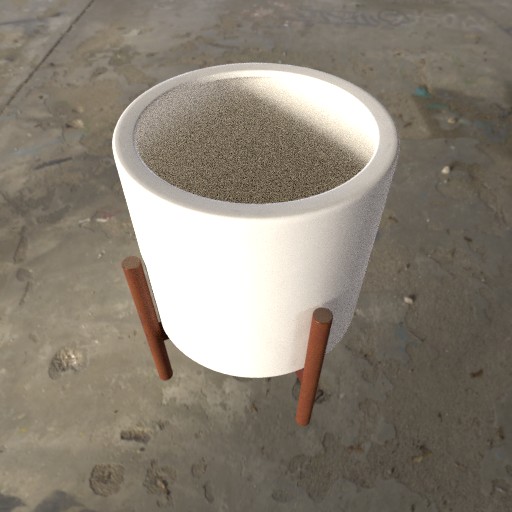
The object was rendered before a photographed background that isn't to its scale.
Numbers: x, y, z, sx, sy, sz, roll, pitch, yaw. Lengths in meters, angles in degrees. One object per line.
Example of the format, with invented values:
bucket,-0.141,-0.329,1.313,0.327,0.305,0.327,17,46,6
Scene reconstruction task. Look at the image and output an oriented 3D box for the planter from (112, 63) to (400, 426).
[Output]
planter,0.000,0.000,0.871,0.421,0.581,0.420,17,50,15
